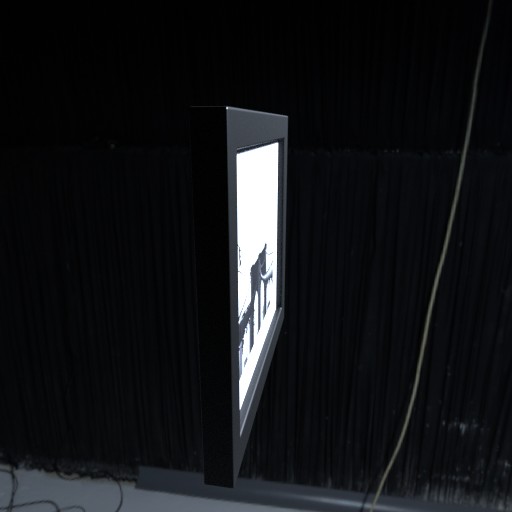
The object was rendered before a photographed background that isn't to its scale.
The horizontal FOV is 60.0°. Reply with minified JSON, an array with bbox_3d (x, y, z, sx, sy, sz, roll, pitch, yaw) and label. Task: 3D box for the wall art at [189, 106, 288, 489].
[{"bbox_3d":[0.000,0.000,0.538,0.028,0.330,0.380,3,17,10],"label":"wall art"}]
